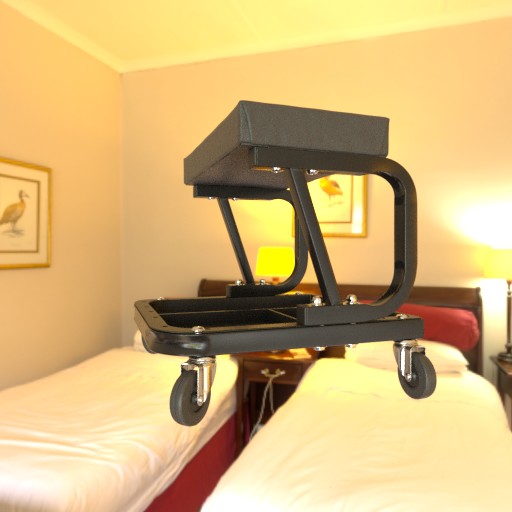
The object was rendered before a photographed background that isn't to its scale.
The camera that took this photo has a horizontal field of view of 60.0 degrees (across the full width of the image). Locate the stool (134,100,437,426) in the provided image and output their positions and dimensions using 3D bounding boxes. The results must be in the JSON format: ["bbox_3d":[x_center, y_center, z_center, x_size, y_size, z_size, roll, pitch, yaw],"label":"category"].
[{"bbox_3d":[0.000,0.000,0.724,0.371,0.380,0.446,0,1,-20],"label":"stool"}]
